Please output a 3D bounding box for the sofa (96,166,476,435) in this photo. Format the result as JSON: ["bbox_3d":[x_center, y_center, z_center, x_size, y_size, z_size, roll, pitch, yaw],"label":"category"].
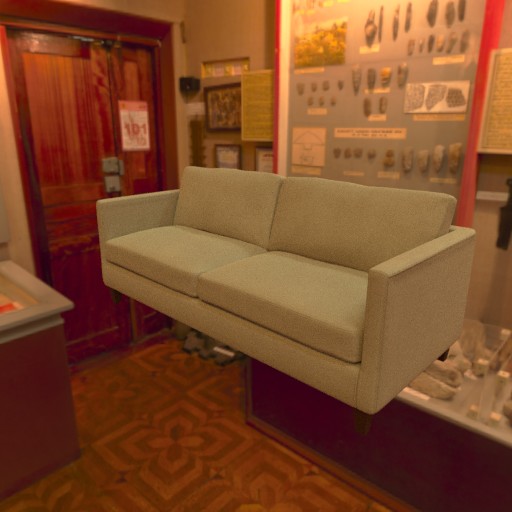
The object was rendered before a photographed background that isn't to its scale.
[{"bbox_3d":[0.000,0.000,2.666,2.181,0.932,0.948,16,23,41],"label":"sofa"}]
